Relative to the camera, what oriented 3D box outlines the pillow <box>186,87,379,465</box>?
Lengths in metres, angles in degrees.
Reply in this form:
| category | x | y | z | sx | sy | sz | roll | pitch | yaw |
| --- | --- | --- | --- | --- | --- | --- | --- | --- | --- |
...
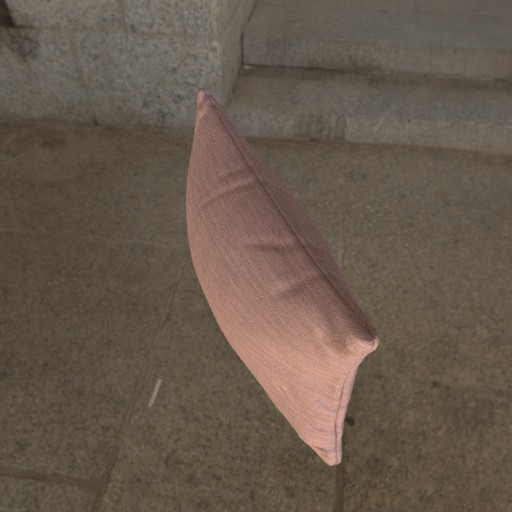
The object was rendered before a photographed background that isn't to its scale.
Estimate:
| category | x | y | z | sx | sy | sz | roll | pitch | yaw |
| --- | --- | --- | --- | --- | --- | --- | --- | --- | --- |
| pillow | 0.000 | 0.000 | 0.769 | 0.210 | 0.338 | 0.633 | -15 | 47 | -15 |
